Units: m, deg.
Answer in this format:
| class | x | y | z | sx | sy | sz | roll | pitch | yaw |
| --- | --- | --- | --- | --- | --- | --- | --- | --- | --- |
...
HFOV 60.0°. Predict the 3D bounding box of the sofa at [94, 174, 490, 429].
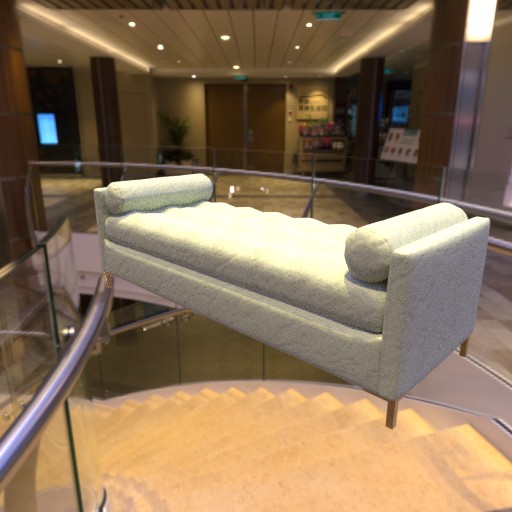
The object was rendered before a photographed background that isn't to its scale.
| class | x | y | z | sx | sy | sz | roll | pitch | yaw |
| --- | --- | --- | --- | --- | --- | --- | --- | --- | --- |
| sofa | 0.000 | 0.000 | 2.410 | 2.102 | 0.705 | 0.796 | 15 | 23 | 42 |
